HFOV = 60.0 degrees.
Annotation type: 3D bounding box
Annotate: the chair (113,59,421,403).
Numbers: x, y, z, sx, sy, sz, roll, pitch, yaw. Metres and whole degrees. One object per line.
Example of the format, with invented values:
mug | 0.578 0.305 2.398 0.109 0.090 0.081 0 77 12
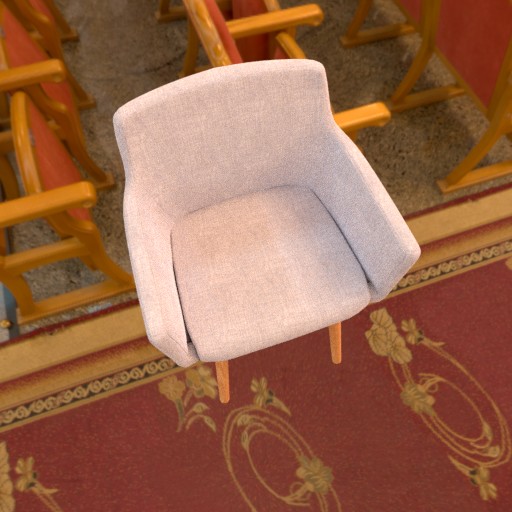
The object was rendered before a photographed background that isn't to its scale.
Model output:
chair | 0.000 0.000 1.163 0.570 0.780 0.540 -17 65 -8
